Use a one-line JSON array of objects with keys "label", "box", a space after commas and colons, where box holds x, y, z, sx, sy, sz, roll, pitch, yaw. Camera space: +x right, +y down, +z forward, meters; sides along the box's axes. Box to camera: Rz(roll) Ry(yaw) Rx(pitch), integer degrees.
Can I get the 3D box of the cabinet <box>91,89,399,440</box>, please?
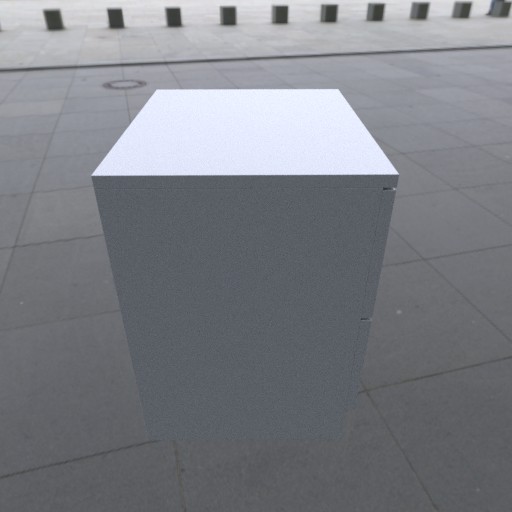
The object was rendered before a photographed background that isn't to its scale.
[{"label": "cabinet", "box": [0.000, 0.000, 0.775, 0.360, 0.470, 0.400, 0, 33, 0]}]
